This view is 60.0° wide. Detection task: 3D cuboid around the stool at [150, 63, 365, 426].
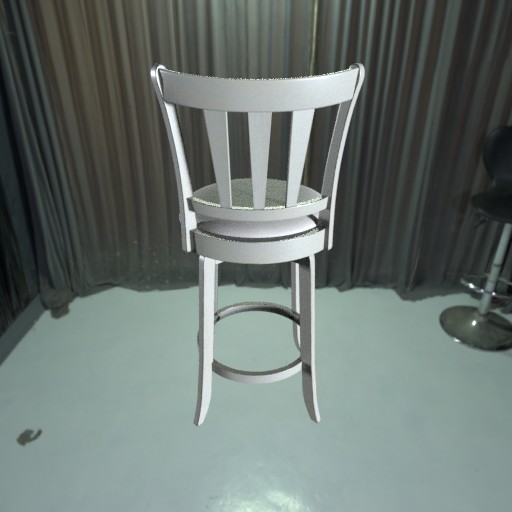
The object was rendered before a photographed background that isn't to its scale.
[{"bbox_3d":[0.000,0.000,1.273,0.436,1.042,0.475,-1,28,-2],"label":"stool"}]
